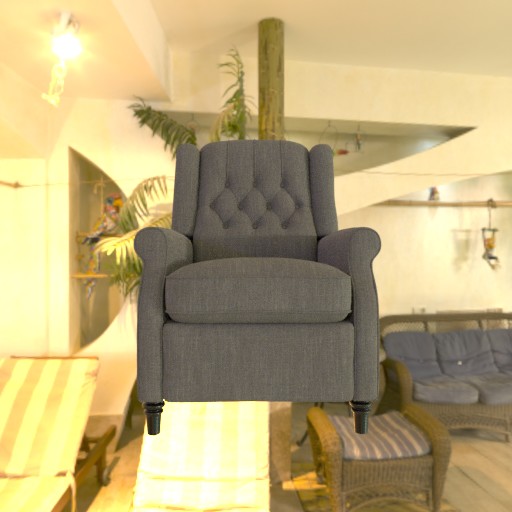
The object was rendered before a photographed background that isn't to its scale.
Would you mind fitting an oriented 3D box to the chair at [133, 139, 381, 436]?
[{"bbox_3d":[0.000,0.000,1.646,0.742,1.035,0.898,0,1,-1],"label":"chair"}]
